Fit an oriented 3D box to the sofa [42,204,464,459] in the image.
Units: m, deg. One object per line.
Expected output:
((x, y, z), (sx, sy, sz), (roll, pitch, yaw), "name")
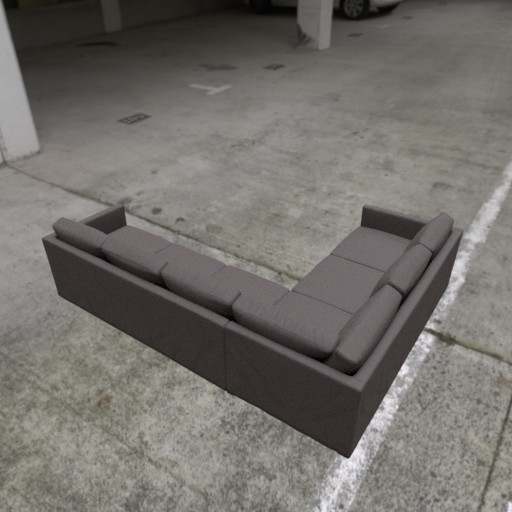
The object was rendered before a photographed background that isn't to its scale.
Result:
((0.000, 0.000, 4.304), (3.182, 0.871, 2.432), (20, 37, 29), "sofa")
